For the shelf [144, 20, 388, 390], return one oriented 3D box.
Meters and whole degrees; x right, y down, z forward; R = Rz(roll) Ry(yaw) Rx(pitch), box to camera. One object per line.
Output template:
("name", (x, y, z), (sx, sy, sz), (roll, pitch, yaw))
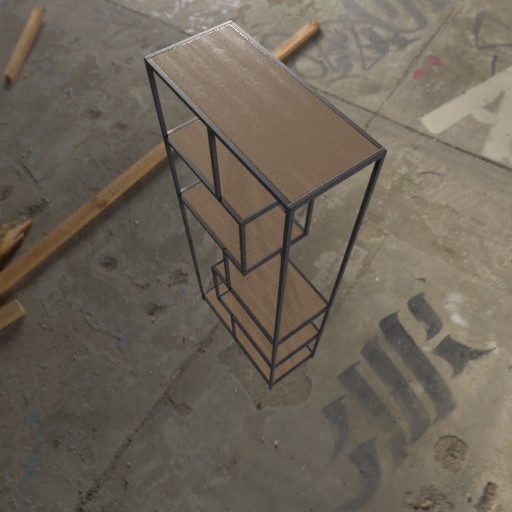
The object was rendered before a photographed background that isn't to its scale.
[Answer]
("shelf", (0.000, 0.000, 2.139), (0.350, 1.850, 0.770), (-32, 64, -18))
